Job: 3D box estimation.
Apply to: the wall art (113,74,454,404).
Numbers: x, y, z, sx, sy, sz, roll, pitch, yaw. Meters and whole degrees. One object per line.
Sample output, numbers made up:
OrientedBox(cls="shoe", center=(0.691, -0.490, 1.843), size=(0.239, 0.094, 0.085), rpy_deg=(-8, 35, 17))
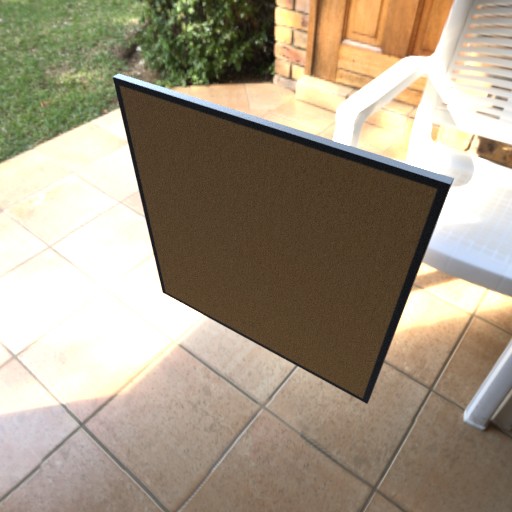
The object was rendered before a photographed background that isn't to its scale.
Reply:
OrientedBox(cls="wall art", center=(0.000, 0.000, 1.202), size=(0.805, 0.803, 0.022), rpy_deg=(24, 50, 22))
